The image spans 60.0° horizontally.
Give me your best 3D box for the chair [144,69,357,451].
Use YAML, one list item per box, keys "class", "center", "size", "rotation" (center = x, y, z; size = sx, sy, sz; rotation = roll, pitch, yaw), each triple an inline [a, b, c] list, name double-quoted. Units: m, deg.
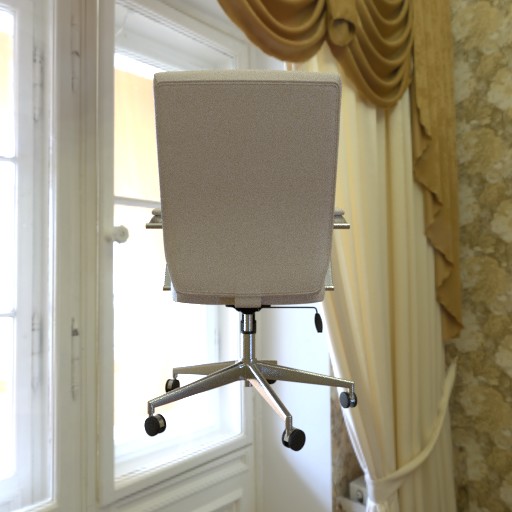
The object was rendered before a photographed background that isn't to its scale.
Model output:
- class: "chair"
  center: [0.000, 0.000, 1.596]
  size: [0.727, 1.099, 0.745]
  rotation: [0, -1, -1]
